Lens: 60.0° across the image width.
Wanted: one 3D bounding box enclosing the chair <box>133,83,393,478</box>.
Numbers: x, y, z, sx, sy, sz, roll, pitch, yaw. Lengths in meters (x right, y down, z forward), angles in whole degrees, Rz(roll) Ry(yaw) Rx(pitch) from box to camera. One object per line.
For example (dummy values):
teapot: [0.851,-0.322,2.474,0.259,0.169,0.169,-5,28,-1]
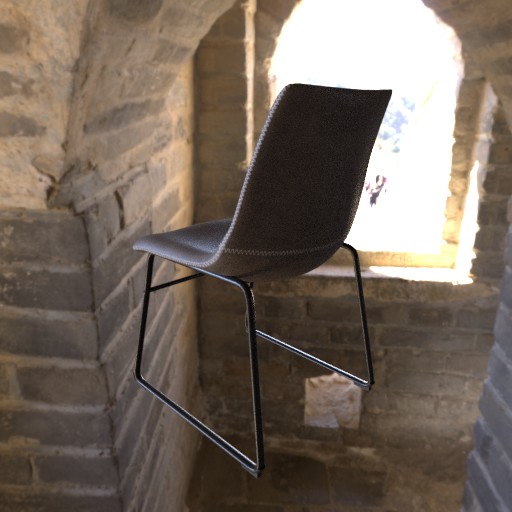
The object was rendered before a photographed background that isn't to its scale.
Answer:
chair: [0.000,0.000,1.115,0.460,0.780,0.550,-17,25,-42]
